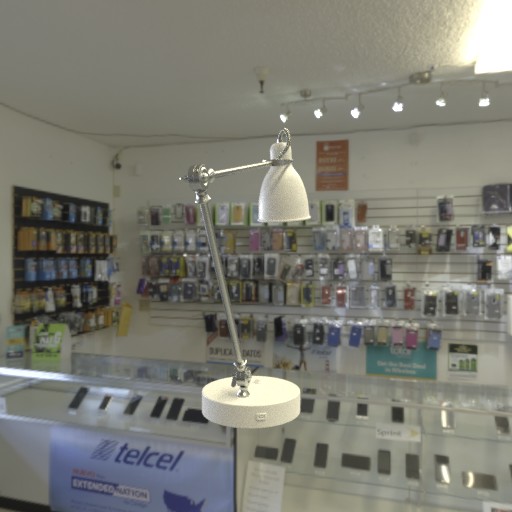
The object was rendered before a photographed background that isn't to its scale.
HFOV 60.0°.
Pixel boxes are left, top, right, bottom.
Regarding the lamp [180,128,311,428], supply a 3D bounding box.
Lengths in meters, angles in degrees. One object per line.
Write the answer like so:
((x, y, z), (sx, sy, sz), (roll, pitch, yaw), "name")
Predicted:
((0.000, 0.000, 0.874), (0.187, 0.587, 0.561), (0, 0, 18), "lamp")
